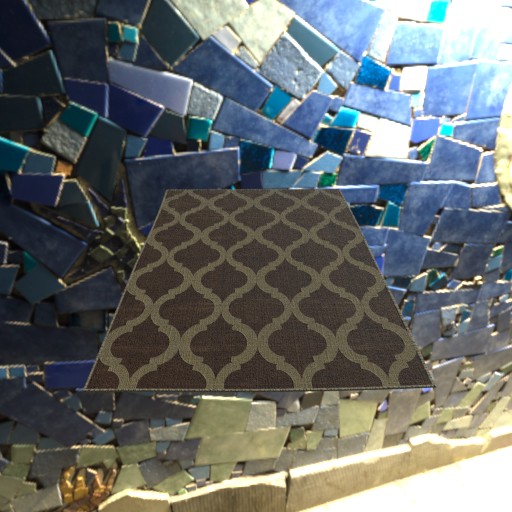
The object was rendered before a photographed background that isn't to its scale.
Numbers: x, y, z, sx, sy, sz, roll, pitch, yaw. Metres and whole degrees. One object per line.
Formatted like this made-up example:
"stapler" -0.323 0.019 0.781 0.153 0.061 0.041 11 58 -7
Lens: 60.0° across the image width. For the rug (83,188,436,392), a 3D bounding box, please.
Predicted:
"rug" 0.000 0.000 2.870 1.522 0.008 2.284 -1 30 -1
